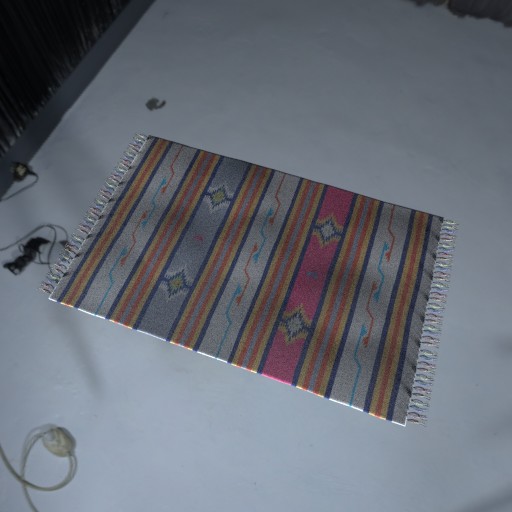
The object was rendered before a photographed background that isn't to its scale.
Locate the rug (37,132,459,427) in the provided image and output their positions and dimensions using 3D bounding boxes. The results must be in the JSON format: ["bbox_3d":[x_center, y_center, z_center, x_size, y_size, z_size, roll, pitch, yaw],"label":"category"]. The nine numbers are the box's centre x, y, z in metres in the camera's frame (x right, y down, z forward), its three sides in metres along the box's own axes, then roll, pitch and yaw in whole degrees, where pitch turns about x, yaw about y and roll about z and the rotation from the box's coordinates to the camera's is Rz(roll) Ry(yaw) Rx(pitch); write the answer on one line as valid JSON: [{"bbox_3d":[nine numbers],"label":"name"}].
[{"bbox_3d":[0.000,0.000,2.188,1.849,0.013,1.084,17,64,9],"label":"rug"}]
